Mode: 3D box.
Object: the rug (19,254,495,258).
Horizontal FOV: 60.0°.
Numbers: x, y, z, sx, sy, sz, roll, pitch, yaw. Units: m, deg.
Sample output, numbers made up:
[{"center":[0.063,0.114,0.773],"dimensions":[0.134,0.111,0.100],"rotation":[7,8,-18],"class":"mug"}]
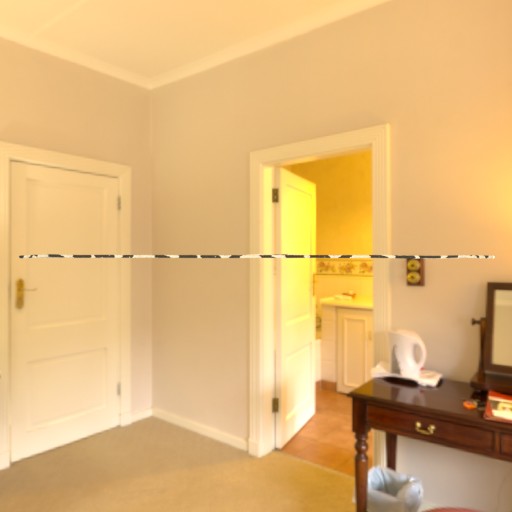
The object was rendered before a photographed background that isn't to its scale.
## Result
[{"center":[0.000,0.000,4.302],"dimensions":[3.369,0.036,2.444],"rotation":[0,0,0],"class":"rug"}]
